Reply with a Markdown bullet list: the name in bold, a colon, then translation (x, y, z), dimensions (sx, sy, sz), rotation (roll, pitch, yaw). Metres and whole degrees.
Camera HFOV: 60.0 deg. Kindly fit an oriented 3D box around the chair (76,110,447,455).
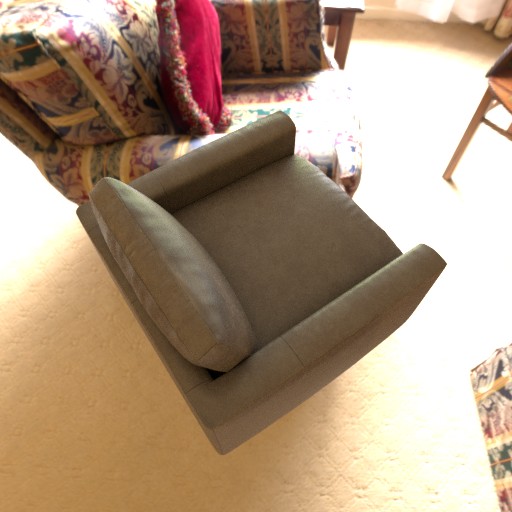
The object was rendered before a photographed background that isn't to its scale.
- **chair**: translation (0.000, 0.000, 1.868), dimensions (1.080, 0.807, 1.106), rotation (-31, 63, -18)
